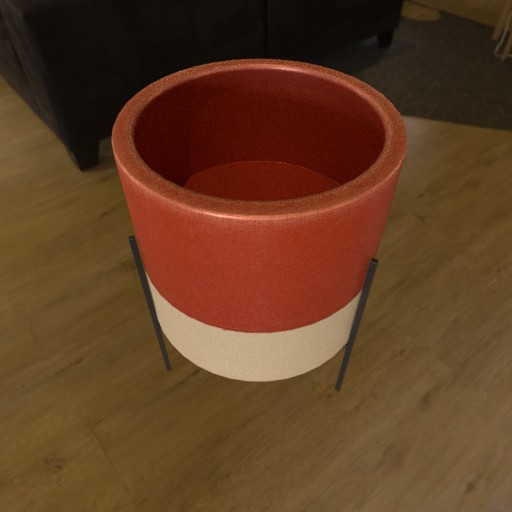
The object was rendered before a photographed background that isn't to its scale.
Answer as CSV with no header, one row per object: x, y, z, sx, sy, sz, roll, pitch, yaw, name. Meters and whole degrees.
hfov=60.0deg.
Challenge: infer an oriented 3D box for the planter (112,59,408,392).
0.000,0.000,0.689,0.354,0.465,0.345,-17,49,-15,planter
